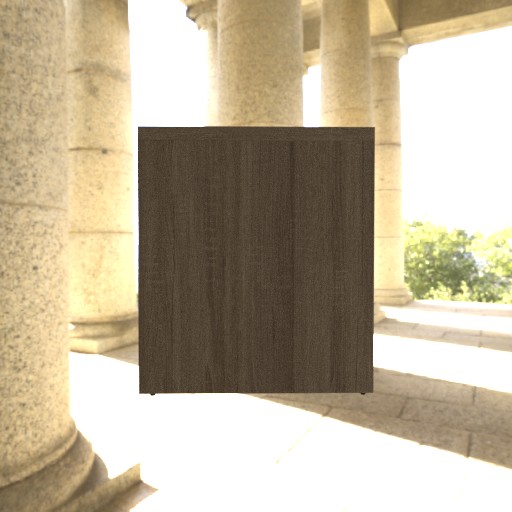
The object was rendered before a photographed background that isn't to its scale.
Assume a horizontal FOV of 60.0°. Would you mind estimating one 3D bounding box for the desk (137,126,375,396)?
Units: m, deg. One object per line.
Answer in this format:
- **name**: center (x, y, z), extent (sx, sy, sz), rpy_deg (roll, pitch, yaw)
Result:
- **desk**: center (0.000, 0.000, 2.094), extent (0.690, 0.760, 1.700), rpy_deg (0, 1, -1)
